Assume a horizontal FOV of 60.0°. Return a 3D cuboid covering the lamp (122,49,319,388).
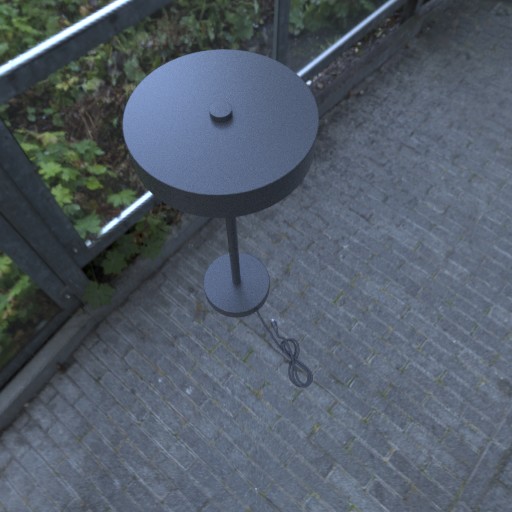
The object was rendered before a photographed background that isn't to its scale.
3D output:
[{"bbox_3d":[0.000,0.000,0.707,0.229,0.508,0.369,-32,67,-16],"label":"lamp"}]
